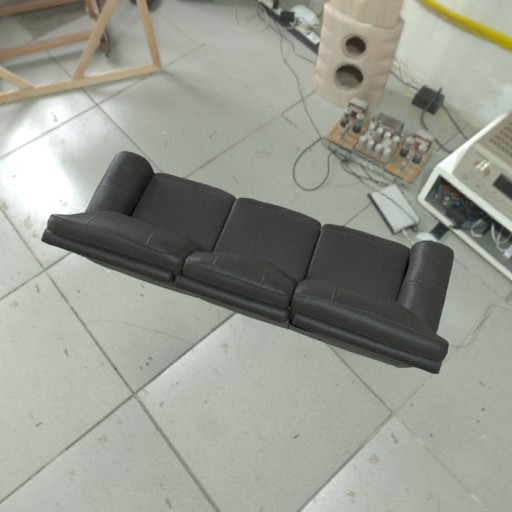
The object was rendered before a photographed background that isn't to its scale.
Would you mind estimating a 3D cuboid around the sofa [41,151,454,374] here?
[{"bbox_3d":[0.000,0.000,3.200,2.627,1.134,1.104,18,65,9],"label":"sofa"}]
